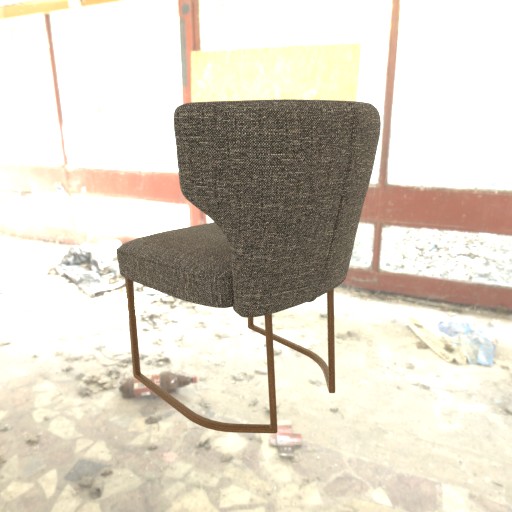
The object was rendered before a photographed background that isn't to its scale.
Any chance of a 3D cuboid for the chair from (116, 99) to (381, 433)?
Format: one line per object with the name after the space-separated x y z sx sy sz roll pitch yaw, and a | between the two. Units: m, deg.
0.000 0.000 1.263 0.611 0.824 0.617 -16 23 -42 | chair
